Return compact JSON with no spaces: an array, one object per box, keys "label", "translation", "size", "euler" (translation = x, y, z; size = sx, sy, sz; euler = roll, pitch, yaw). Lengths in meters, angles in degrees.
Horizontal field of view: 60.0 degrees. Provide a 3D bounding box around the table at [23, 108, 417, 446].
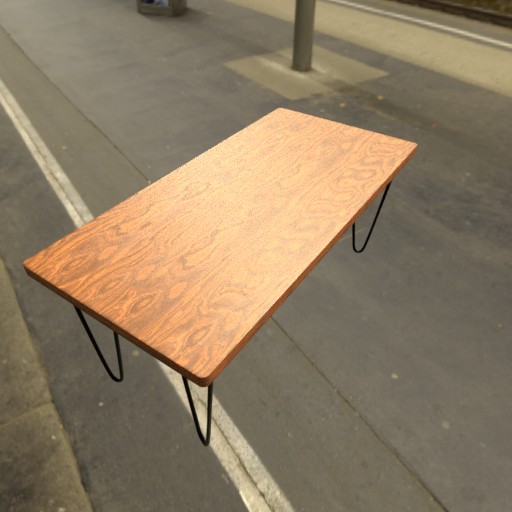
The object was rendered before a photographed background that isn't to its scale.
[{"label":"table","translation":[0.000,0.000,2.250],"size":[0.883,0.753,1.791],"euler":[24,46,26]}]
